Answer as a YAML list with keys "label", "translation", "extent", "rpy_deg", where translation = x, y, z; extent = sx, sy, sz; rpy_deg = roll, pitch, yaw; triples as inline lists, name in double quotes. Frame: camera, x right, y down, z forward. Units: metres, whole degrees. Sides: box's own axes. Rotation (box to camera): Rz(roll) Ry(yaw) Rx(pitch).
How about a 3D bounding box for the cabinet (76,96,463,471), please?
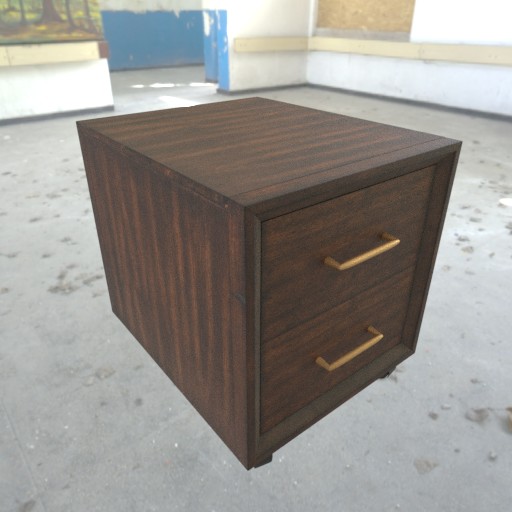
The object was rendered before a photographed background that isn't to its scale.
- label: "cabinet"
  translation: [0.000, 0.000, 0.814]
  extent: [0.402, 0.455, 0.500]
  rpy_deg: [-21, 35, -33]
